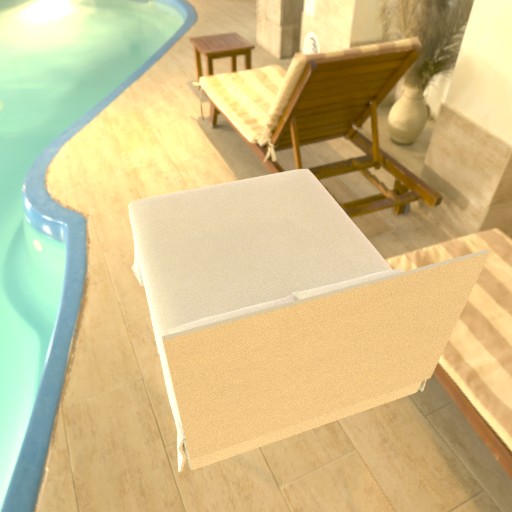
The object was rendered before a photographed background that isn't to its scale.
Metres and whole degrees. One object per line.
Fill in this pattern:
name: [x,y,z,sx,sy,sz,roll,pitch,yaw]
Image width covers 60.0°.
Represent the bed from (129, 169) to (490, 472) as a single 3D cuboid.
bed: [0.000,0.000,3.130,1.745,1.335,2.094,-13,44,-14]
